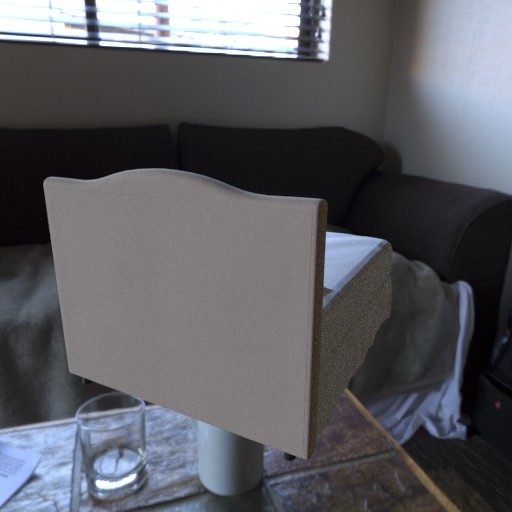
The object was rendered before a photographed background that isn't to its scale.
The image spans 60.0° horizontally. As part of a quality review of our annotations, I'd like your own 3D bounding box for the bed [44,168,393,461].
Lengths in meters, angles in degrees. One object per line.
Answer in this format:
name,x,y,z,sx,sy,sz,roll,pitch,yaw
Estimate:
bed,0.000,0.000,3.166,1.678,1.398,2.052,9,19,27
